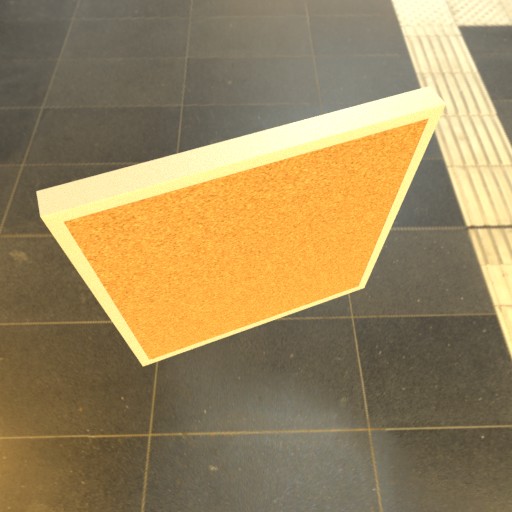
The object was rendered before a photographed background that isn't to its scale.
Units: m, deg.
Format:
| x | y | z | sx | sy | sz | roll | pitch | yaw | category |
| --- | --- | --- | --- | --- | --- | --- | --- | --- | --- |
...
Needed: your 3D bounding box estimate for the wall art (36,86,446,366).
| x | y | z | sx | sy | sz | roll | pitch | yaw | category |
| --- | --- | --- | --- | --- | --- | --- | --- | --- | --- |
| 0.000 | 0.000 | 0.744 | 0.506 | 0.505 | 0.038 | -18 | 60 | -11 | wall art |
